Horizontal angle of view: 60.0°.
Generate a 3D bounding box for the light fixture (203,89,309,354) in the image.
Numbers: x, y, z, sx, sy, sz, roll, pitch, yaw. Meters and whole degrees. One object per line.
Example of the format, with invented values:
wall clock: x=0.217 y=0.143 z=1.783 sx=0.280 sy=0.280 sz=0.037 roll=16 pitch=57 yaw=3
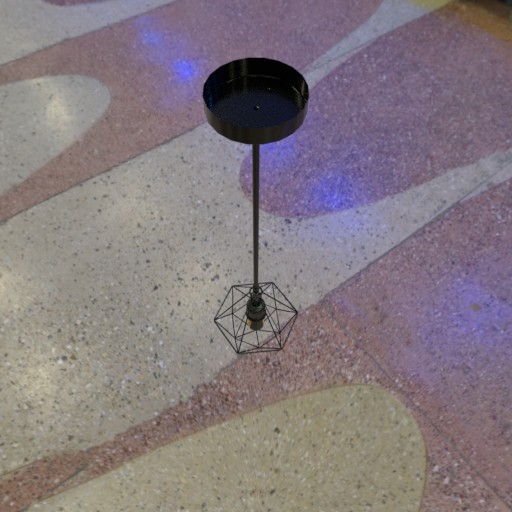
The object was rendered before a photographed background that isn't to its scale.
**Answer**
light fixture: x=0.000 y=0.000 z=1.977 sx=0.431 sy=1.764 sz=0.487 roll=-32 pitch=64 yaw=-18
